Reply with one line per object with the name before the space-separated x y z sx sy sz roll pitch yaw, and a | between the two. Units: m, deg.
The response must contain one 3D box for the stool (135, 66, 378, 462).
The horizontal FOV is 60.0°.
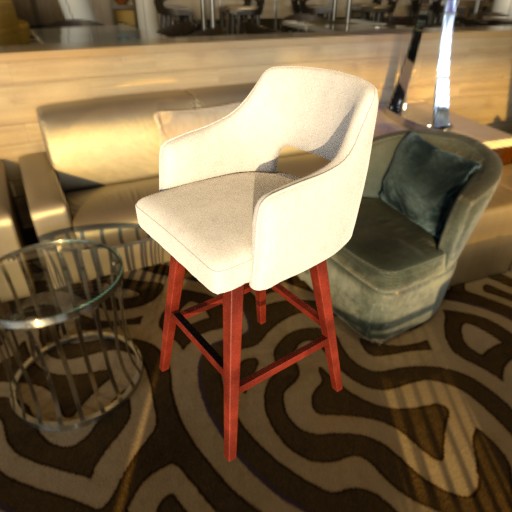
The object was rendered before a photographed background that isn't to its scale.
stool | 0.000 0.000 1.354 0.558 1.012 0.548 -21 37 -30
